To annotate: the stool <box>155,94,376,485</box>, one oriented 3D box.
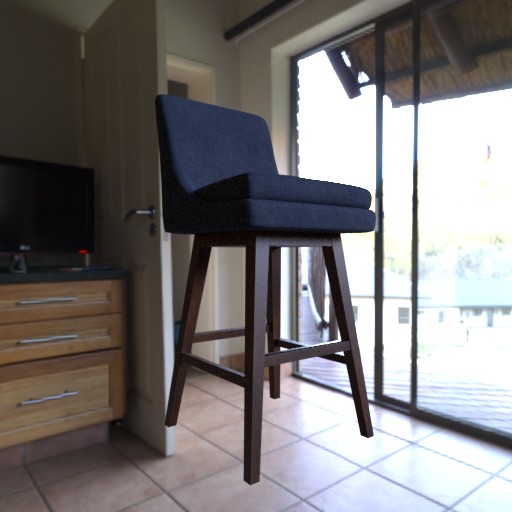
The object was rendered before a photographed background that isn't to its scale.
[{"bbox_3d":[0.000,0.000,1.385,0.489,1.068,0.572,-1,1,-37],"label":"stool"}]
